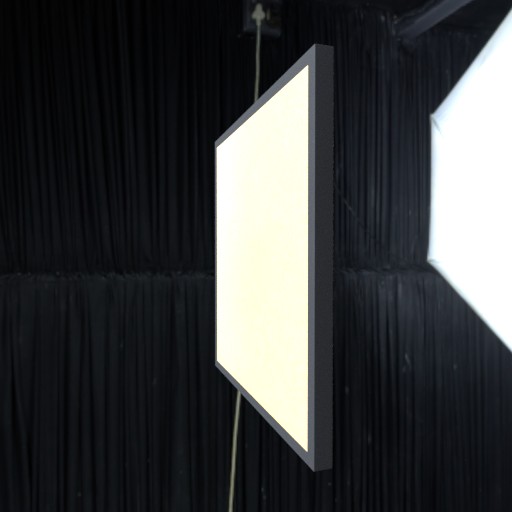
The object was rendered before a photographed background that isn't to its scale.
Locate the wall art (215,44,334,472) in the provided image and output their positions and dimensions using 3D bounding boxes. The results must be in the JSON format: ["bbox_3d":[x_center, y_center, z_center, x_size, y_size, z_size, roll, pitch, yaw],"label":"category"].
[{"bbox_3d":[0.000,0.000,1.153,0.037,0.760,0.762,0,1,-19],"label":"wall art"}]
